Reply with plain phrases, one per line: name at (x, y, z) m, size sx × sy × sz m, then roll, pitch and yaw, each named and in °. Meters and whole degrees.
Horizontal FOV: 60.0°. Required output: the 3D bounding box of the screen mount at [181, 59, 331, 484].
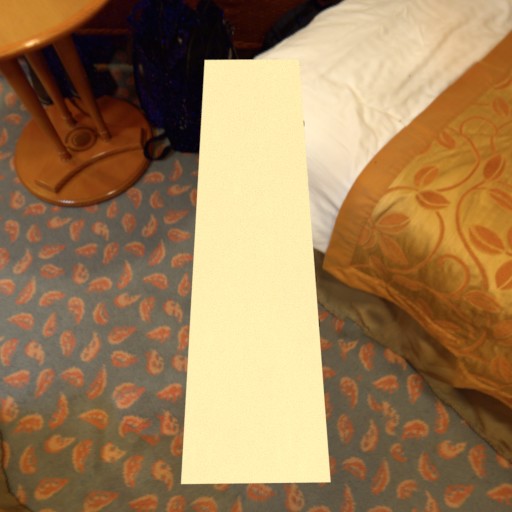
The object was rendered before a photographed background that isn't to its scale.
screen mount at (0.000, 0.000, 1.767) m, size 0.418 × 0.520 × 1.600 m, roll -1°, pitch 64°, yaw 0°
